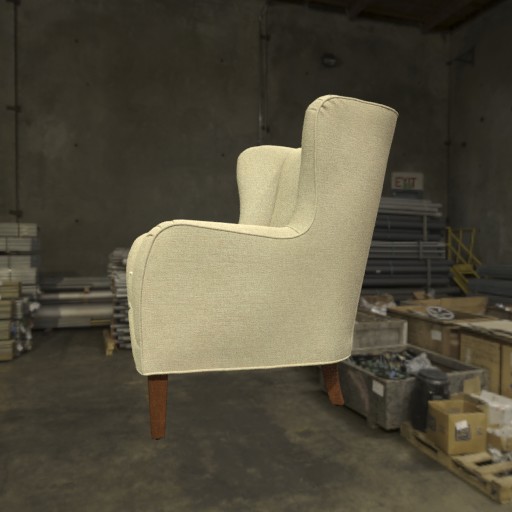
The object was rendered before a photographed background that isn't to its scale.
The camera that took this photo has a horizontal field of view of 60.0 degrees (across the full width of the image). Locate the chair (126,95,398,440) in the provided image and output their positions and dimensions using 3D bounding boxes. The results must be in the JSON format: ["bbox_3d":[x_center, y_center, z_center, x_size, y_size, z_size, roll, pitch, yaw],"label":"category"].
[{"bbox_3d":[0.000,0.000,1.742,0.966,1.040,0.838,0,1,-17],"label":"chair"}]
